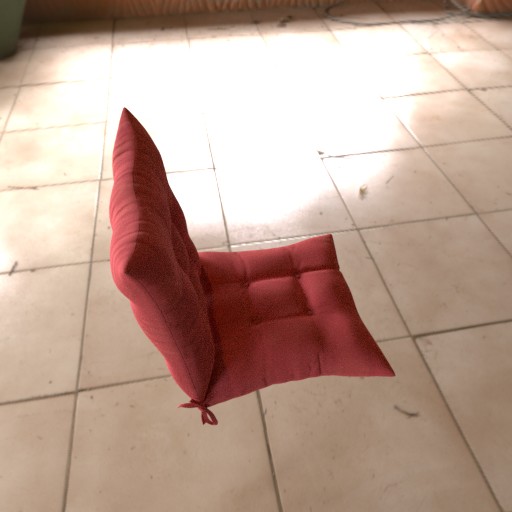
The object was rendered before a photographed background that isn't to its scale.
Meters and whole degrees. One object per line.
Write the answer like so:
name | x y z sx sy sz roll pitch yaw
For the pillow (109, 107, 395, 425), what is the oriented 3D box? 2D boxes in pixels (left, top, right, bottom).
pillow | 0.000 0.000 1.029 0.585 0.536 0.541 -8 46 -8
